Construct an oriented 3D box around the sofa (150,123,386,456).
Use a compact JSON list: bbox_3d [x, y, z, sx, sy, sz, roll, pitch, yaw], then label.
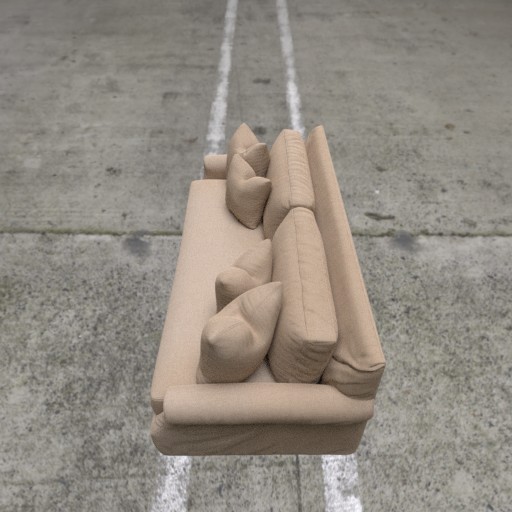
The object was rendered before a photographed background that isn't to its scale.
[{"bbox_3d":[0.000,0.000,2.810,1.067,0.904,2.285,0,41,0],"label":"sofa"}]
